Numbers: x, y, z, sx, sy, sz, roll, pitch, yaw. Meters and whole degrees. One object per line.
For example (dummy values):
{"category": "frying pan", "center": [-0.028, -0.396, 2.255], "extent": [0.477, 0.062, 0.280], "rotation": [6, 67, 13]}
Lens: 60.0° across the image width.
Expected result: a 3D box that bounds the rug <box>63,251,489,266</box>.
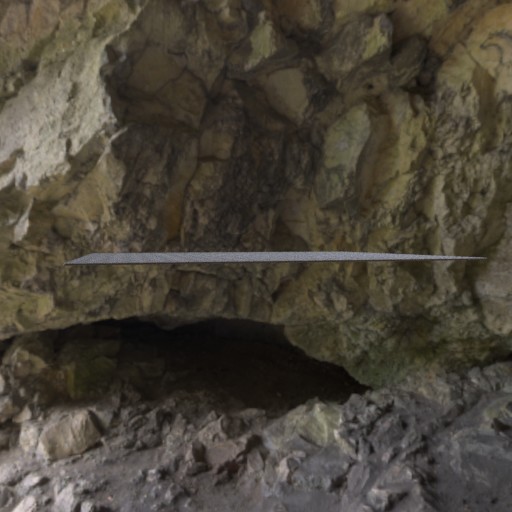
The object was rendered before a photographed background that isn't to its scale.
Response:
{"category": "rug", "center": [0.000, 0.000, 4.157], "extent": [3.050, 0.017, 2.441], "rotation": [-1, 2, -17]}
